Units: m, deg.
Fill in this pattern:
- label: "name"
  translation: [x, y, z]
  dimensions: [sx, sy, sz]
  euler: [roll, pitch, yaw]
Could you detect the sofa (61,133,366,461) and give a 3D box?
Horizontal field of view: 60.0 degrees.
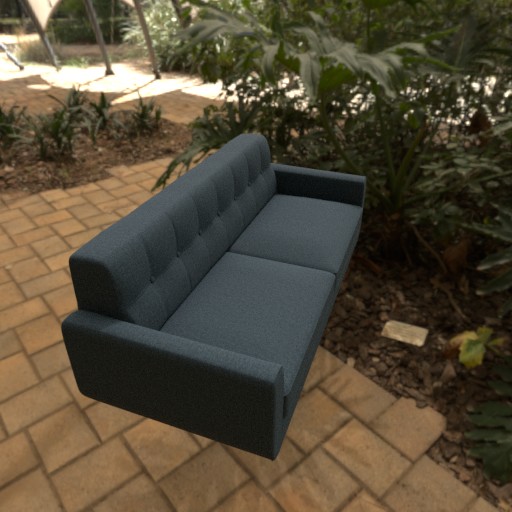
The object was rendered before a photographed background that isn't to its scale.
- label: "sofa"
  translation: [0.000, 0.000, 2.539]
  dimensions: [0.942, 0.884, 2.055]
  euler: [11, 33, 18]
